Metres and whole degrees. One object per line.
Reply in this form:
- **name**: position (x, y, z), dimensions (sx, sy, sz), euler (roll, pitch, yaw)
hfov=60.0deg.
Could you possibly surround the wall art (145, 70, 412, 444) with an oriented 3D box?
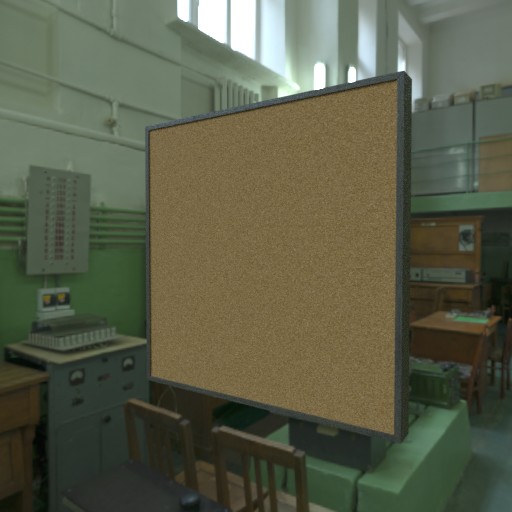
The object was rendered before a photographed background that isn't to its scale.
- **wall art**: position (0.000, 0.000, 0.760), dimensions (0.507, 0.507, 0.037), euler (1, 2, 34)
